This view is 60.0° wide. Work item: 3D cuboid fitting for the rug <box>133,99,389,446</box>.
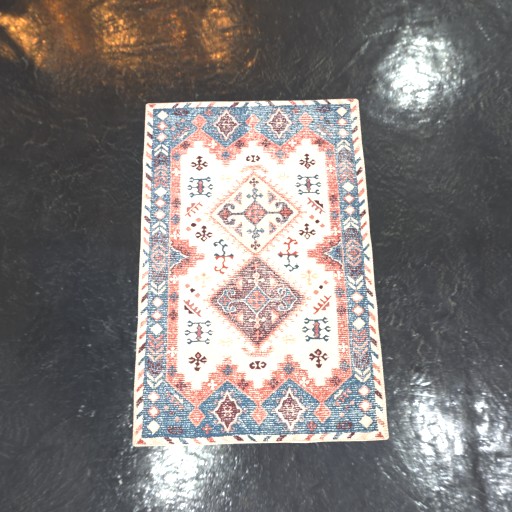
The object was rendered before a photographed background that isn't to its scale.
[{"bbox_3d":[0.000,0.000,2.327,1.225,0.015,1.840,-1,76,0],"label":"rug"}]
